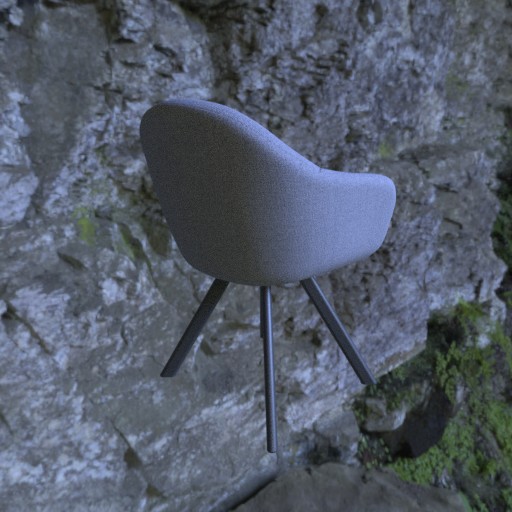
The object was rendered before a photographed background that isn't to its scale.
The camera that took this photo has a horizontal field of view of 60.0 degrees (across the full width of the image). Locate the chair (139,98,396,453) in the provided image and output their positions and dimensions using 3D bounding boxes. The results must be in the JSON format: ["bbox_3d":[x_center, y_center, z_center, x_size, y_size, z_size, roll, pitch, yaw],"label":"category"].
[{"bbox_3d":[0.000,0.000,1.221,0.550,0.795,0.590,-14,20,-42],"label":"chair"}]
